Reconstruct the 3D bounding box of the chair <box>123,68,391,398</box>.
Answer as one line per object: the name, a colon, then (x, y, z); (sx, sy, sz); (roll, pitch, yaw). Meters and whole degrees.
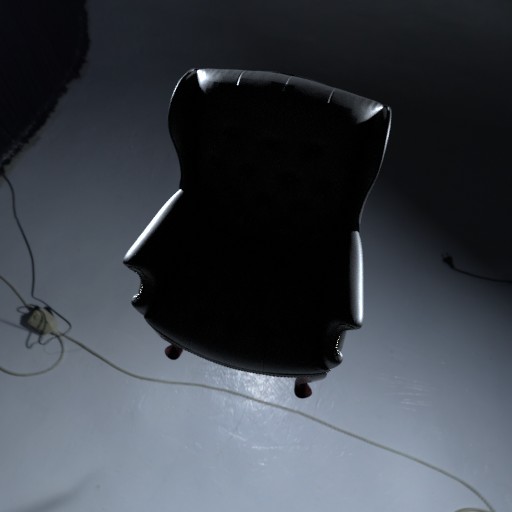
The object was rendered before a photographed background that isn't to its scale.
chair: (0.000, 0.000, 1.677); (0.838, 1.111, 0.762); (14, 60, 8)
